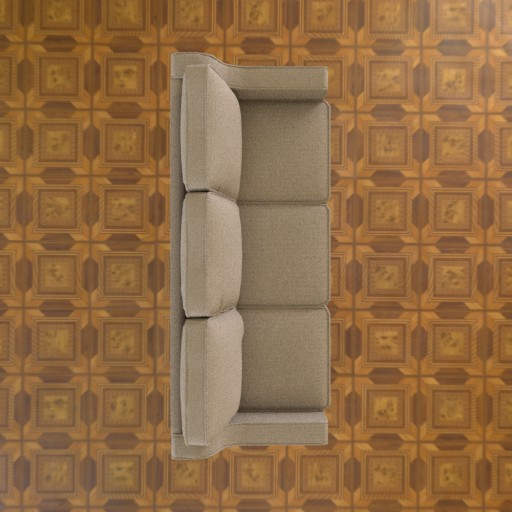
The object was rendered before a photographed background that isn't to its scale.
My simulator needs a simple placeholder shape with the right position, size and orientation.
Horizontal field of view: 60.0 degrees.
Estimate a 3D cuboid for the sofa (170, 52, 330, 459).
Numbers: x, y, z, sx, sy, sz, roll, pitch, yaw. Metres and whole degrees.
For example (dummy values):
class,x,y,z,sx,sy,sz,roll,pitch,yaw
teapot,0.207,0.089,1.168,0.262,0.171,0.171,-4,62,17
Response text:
class,x,y,z,sx,sy,sz,roll,pitch,yaw
sofa,0.000,0.000,2.611,0.899,0.950,2.129,0,90,0
